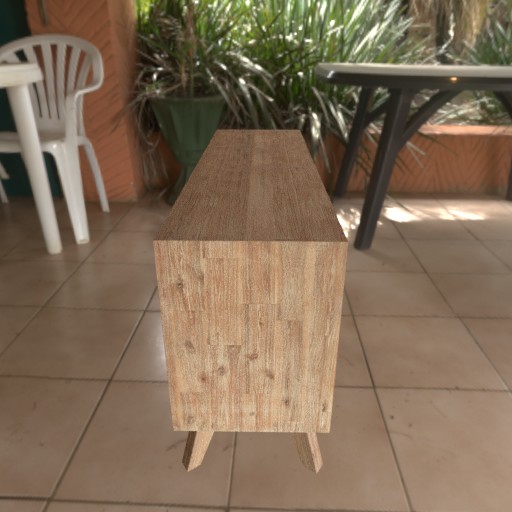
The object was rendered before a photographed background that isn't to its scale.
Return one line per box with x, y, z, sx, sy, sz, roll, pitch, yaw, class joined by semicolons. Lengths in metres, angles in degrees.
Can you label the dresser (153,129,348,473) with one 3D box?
0.000;0.000;1.903;0.455;0.805;1.554;0;25;1;dresser
